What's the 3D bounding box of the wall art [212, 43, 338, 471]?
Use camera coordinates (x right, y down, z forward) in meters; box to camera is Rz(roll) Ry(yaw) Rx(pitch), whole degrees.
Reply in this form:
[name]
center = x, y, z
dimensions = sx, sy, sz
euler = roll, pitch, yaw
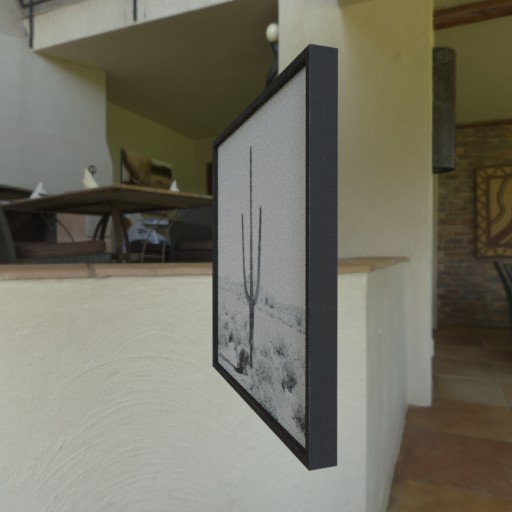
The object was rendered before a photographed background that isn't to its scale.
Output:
[wall art]
center = 0.000, 0.000, 0.773
dimensions = 0.038, 0.508, 0.508
euler = 0, 1, -19
